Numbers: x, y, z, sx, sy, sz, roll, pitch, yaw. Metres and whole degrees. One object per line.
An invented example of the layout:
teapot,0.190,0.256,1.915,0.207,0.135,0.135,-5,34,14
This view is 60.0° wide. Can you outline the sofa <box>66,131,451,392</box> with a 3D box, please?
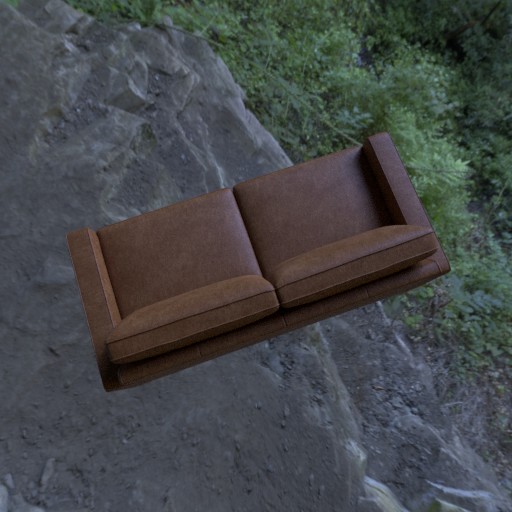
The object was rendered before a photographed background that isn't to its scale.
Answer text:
sofa,0.000,0.000,2.757,2.156,0.928,0.991,-19,77,-4
